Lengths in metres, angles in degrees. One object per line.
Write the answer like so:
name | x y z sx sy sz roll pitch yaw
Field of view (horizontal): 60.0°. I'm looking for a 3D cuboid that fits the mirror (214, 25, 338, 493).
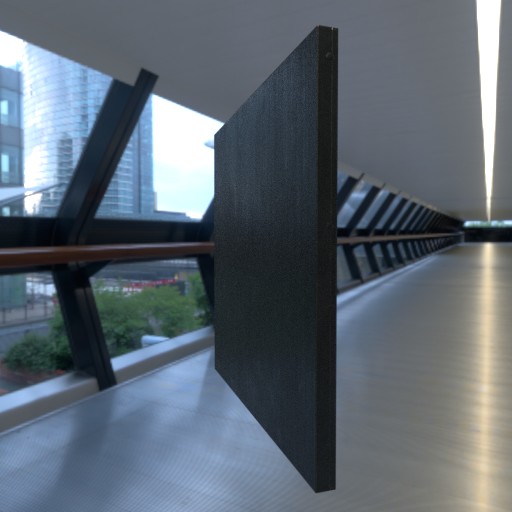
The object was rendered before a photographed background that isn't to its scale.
mirror | 0.000 0.000 0.544 0.020 0.381 0.382 -1 2 -18
